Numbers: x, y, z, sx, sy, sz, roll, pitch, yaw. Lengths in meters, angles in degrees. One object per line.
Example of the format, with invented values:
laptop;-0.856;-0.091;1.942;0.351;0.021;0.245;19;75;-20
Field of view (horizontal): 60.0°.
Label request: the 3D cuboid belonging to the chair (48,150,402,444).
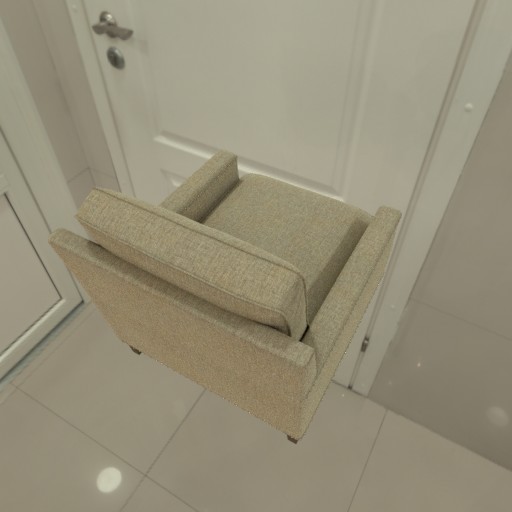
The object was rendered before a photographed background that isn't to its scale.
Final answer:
chair;0.000;0.000;1.693;0.853;0.943;1.014;23;52;20
